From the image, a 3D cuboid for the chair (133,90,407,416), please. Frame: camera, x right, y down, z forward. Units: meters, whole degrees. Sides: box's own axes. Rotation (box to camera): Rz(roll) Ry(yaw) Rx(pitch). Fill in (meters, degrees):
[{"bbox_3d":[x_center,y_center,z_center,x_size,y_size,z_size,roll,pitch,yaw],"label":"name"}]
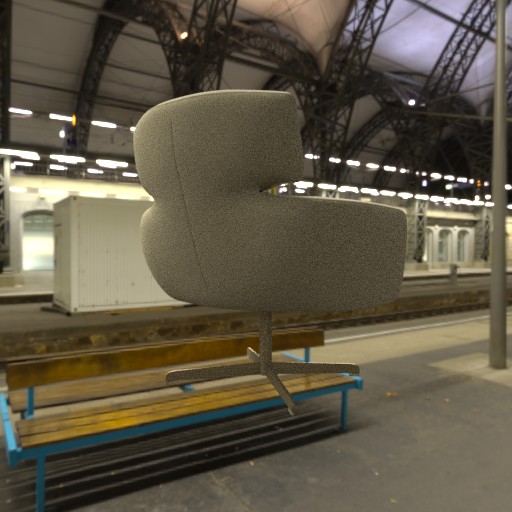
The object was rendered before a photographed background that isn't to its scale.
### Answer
[{"bbox_3d":[0.000,0.000,1.397,0.760,0.810,0.730,1,1,35],"label":"chair"}]
